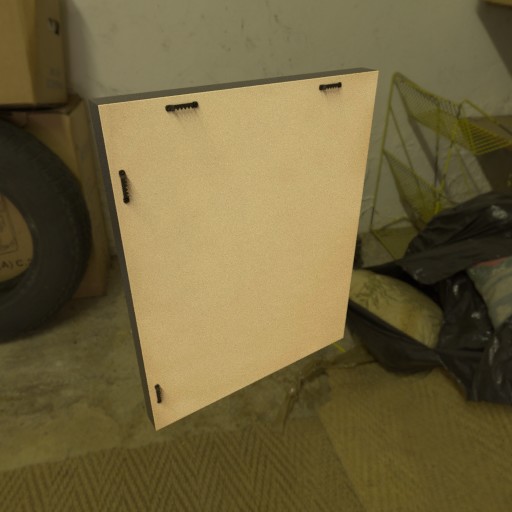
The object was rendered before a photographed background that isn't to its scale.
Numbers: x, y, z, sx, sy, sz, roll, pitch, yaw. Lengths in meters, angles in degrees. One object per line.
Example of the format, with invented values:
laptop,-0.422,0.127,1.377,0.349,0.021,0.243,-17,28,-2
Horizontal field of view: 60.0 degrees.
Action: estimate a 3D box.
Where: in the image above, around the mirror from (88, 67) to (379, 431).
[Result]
mirror,0.000,0.000,0.689,0.406,0.509,0.041,-19,36,-28
